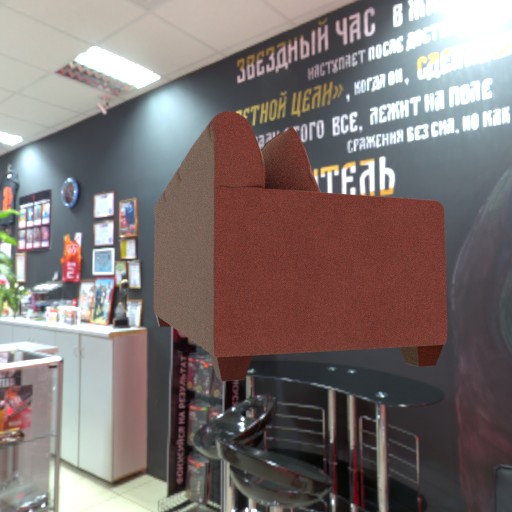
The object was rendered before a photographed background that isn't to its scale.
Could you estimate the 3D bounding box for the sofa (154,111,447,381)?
[{"bbox_3d":[0.000,0.000,2.565,0.997,0.958,2.024,1,-3,-18],"label":"sofa"}]
